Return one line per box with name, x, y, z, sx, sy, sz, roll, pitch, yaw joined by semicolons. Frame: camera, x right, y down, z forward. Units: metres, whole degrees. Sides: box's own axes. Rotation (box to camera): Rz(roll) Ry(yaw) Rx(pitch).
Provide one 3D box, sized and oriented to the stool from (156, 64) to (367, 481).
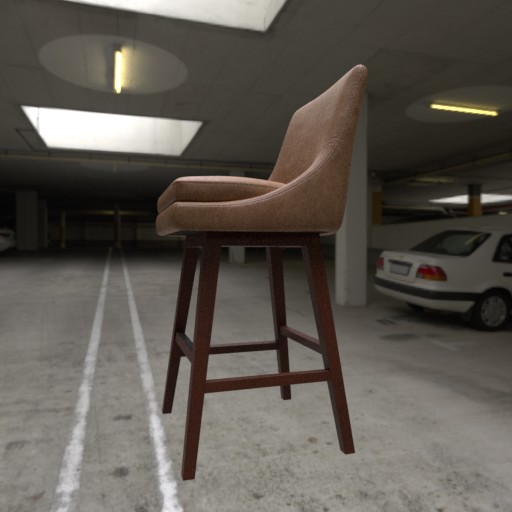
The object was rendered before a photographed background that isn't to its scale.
stool;0.000;0.000;1.375;0.572;1.079;0.487;0;1;-18
